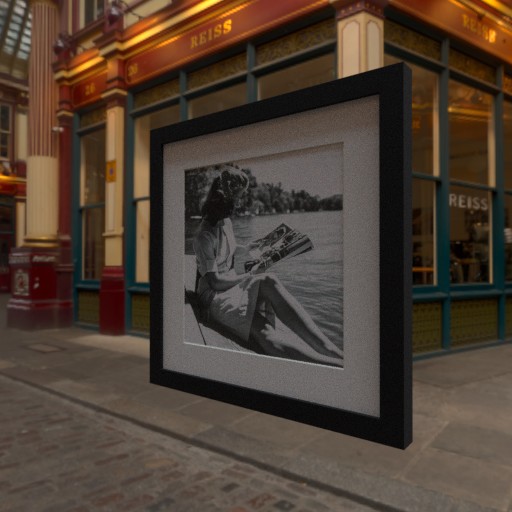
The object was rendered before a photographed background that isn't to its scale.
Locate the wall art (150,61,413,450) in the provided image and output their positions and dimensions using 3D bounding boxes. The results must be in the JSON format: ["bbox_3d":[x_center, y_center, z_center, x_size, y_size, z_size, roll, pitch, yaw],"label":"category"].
[{"bbox_3d":[0.000,0.000,0.674,0.462,0.458,0.030,0,0,38],"label":"wall art"}]
